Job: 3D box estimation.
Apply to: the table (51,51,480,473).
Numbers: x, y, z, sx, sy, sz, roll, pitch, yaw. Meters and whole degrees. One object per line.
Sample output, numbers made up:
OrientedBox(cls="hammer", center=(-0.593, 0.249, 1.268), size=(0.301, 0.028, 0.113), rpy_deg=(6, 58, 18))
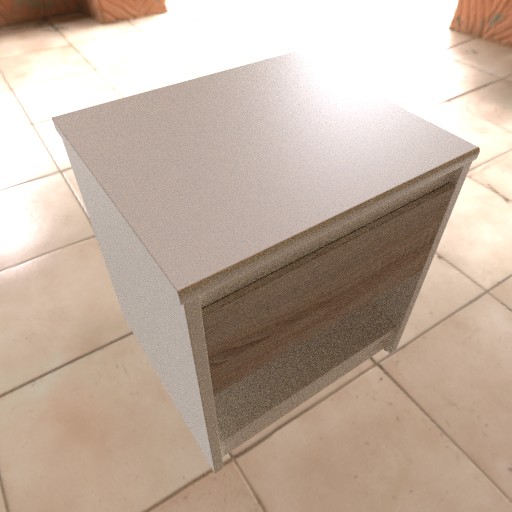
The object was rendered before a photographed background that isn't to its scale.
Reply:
OrientedBox(cls="table", center=(0.000, 0.000, 0.742), size=(0.420, 0.460, 0.380), rpy_deg=(-26, 51, -23))
